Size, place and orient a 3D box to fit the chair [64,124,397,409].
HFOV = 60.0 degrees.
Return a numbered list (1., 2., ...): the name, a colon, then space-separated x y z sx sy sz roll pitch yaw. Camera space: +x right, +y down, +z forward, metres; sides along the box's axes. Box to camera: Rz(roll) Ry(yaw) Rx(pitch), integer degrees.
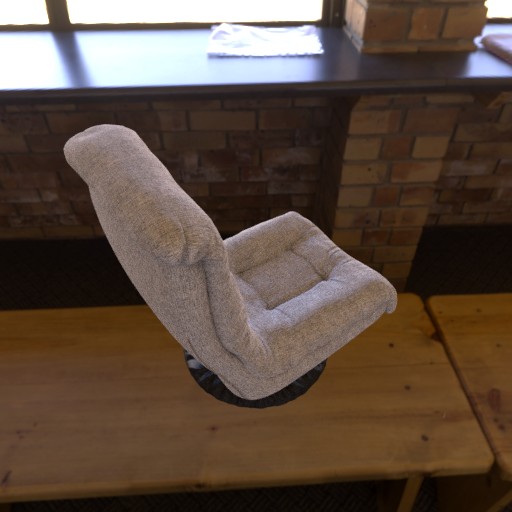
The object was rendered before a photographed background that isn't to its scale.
1. chair: 0.000 0.000 0.952 0.583 0.600 0.400 -24 47 -25
